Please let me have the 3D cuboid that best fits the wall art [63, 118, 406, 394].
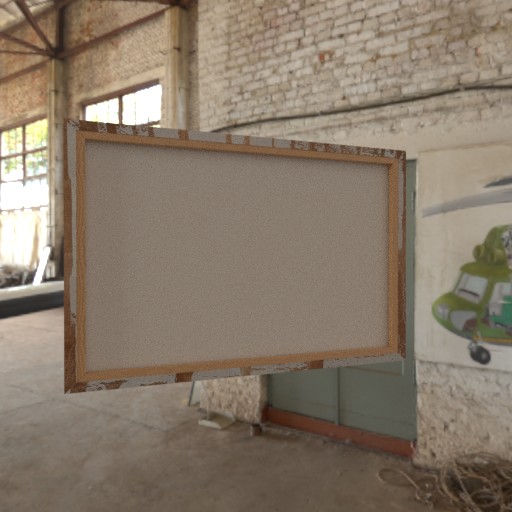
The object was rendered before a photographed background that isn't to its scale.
[{"bbox_3d":[0.000,0.000,1.150,0.914,0.609,0.035,0,0,-20],"label":"wall art"}]
